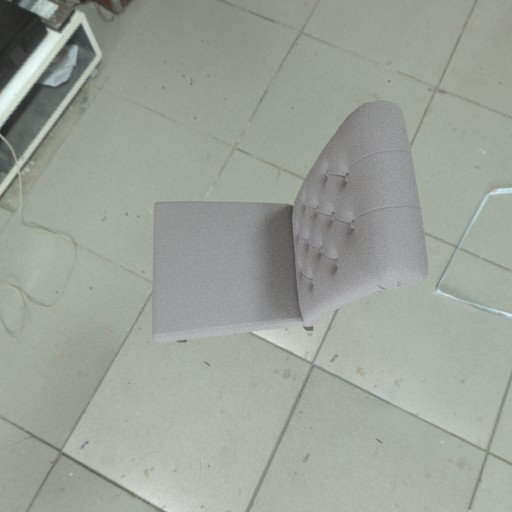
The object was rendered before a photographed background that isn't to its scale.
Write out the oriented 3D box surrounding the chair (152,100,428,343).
[{"bbox_3d":[0.000,0.000,1.363,0.671,1.006,0.456,-3,74,-1],"label":"chair"}]
